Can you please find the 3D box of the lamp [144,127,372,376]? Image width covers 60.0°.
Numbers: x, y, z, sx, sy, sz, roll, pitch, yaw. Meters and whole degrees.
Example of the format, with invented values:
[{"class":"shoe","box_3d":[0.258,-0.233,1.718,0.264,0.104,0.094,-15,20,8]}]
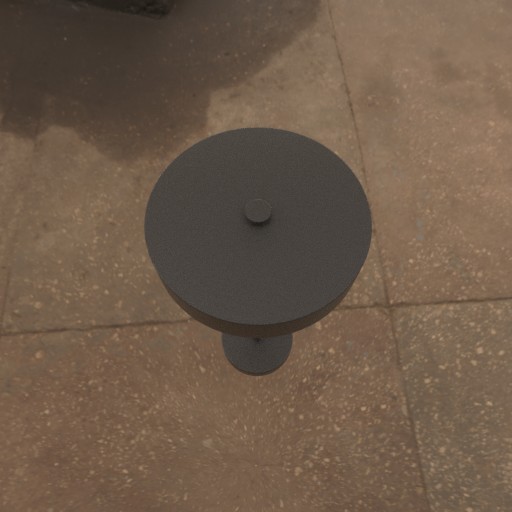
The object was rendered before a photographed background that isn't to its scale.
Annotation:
[{"class":"lamp","box_3d":[0.000,0.000,0.698,0.229,0.508,0.369,-2,65,-1]}]
